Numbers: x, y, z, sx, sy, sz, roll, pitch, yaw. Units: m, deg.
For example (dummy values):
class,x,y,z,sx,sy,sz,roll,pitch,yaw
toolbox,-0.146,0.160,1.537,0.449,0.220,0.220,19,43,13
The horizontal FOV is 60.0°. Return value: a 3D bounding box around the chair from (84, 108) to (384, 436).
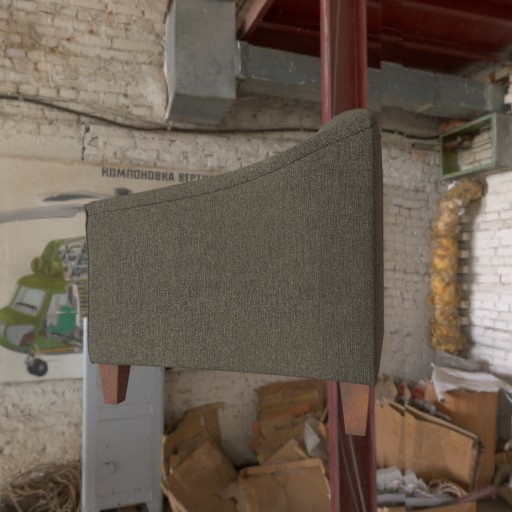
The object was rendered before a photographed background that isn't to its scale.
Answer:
class,x,y,z,sx,sy,sz,roll,pitch,yaw
chair,0.000,0.000,1.443,0.787,0.839,0.763,0,-1,17
